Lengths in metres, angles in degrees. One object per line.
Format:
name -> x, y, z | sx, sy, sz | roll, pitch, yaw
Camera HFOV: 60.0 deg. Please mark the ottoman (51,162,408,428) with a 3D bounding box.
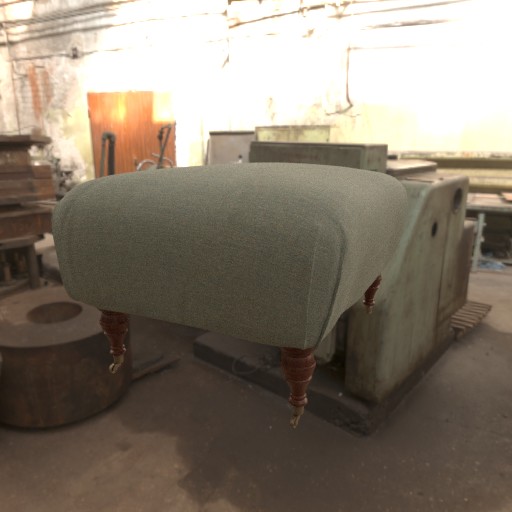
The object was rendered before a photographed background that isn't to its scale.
ottoman -> 0.000, 0.000, 1.102 | 0.622, 0.450, 0.747 | 7, 16, 26
